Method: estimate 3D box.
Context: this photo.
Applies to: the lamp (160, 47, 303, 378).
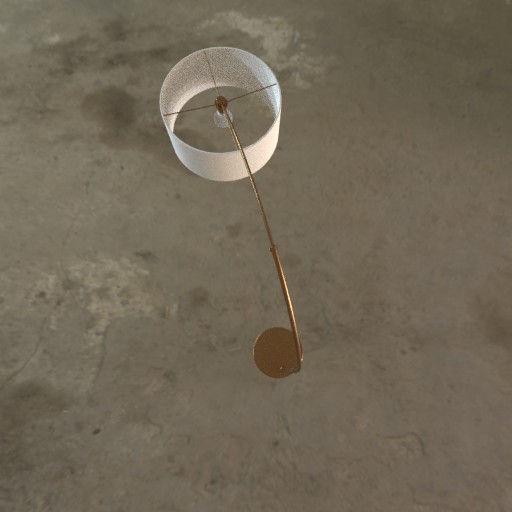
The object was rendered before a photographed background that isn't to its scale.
[{"bbox_3d":[0.000,0.000,2.504,0.493,1.927,1.434,-17,77,-4],"label":"lamp"}]
